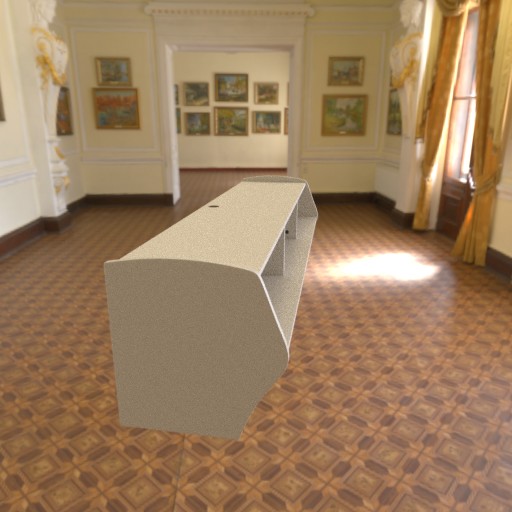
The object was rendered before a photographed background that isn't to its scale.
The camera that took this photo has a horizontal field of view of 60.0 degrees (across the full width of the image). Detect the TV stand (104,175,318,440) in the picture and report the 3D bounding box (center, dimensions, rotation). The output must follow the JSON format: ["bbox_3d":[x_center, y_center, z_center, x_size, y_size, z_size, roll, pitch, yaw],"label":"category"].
[{"bbox_3d":[0.000,0.000,1.653,0.397,0.424,1.473,3,17,10],"label":"TV stand"}]
